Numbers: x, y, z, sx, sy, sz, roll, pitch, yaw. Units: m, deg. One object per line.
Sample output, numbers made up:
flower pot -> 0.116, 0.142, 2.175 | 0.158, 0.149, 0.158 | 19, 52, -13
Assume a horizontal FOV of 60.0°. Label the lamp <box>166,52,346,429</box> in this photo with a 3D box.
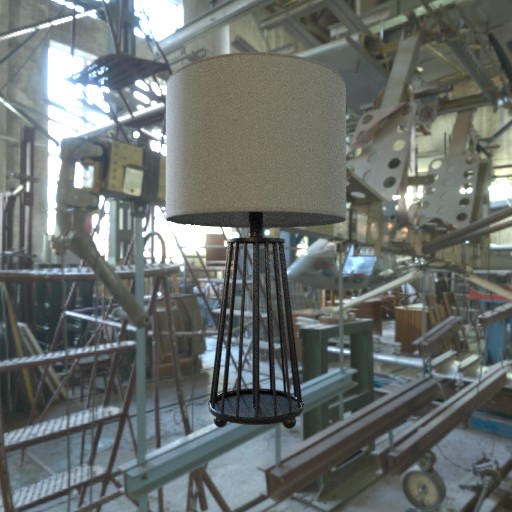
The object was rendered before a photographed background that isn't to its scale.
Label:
lamp -> 0.000, 0.000, 0.805 | 0.322, 0.593, 0.322 | 0, -1, -1
